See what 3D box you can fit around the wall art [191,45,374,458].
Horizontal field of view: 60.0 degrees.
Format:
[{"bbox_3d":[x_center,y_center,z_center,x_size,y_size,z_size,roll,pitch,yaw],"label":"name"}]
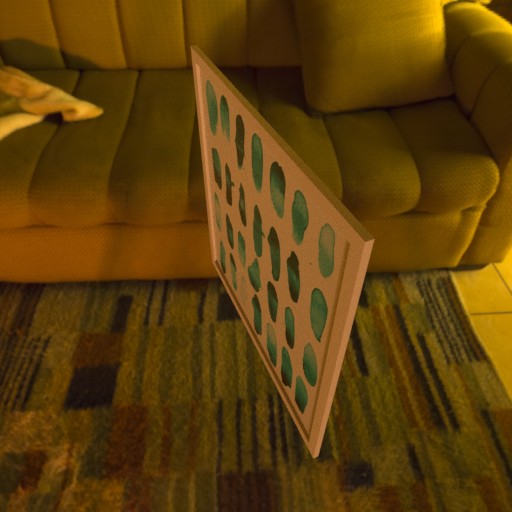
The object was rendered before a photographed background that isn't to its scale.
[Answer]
[{"bbox_3d":[0.000,0.000,0.666,0.009,0.457,0.456,-17,48,-16],"label":"wall art"}]
